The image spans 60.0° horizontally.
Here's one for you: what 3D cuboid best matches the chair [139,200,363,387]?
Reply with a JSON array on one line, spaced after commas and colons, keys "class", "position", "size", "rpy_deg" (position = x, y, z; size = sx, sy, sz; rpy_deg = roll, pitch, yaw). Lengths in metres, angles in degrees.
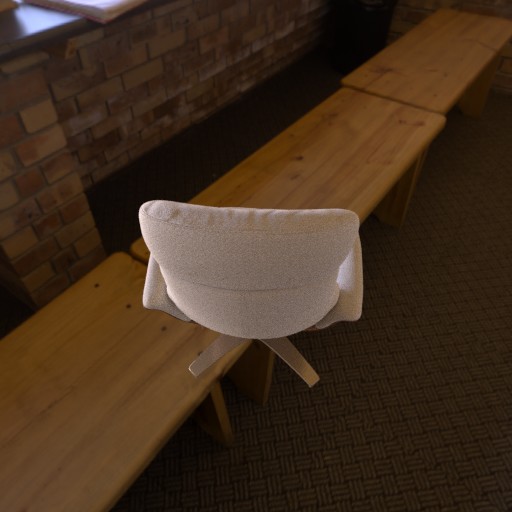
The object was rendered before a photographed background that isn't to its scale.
[{"class": "chair", "position": [0.000, 0.000, 1.612], "size": [0.785, 0.995, 0.837], "rpy_deg": [3, 46, 3]}]
